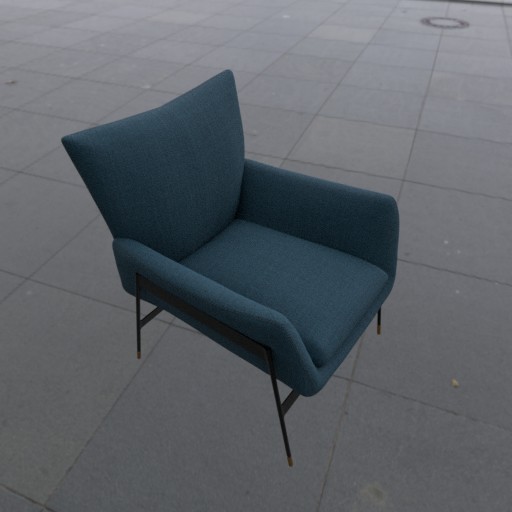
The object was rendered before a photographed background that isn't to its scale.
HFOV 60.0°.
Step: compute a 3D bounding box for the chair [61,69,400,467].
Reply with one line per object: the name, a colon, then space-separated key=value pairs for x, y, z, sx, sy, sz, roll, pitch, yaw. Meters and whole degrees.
chair: x=0.000 y=0.000 z=1.414 sx=0.769 sy=0.859 sz=0.678 roll=25 pitch=46 yaw=27
